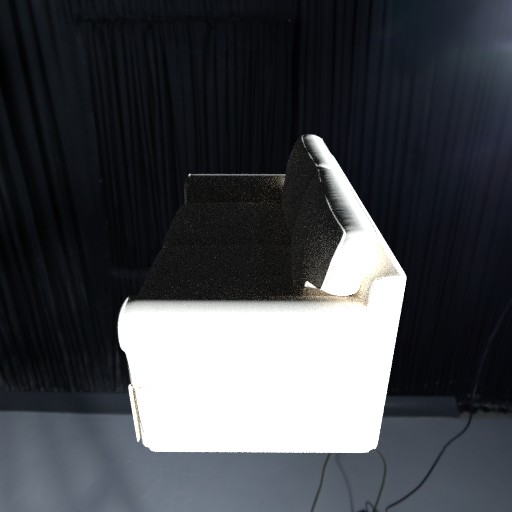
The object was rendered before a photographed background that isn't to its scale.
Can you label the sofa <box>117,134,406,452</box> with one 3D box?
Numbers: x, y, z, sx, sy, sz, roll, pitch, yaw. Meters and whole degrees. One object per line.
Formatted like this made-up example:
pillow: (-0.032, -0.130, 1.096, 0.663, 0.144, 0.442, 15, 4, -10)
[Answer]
sofa: (0.000, 0.000, 2.289, 0.991, 0.940, 1.727, 0, 26, 0)
